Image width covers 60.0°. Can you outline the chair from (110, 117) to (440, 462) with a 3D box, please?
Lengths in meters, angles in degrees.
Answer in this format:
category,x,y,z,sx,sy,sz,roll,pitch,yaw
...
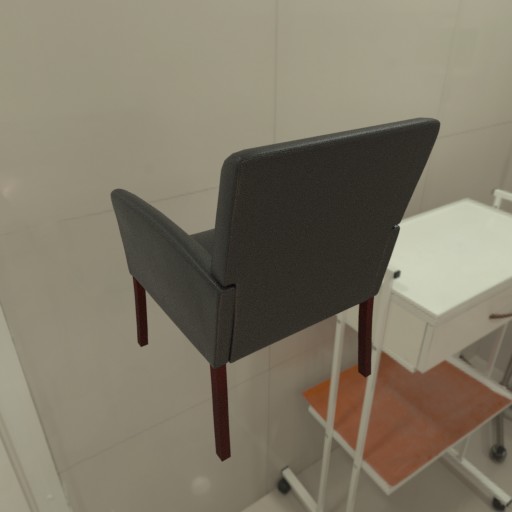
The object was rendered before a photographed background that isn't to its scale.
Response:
category,x,y,z,sx,sy,sz,roll,pitch,yaw
chair,0.000,0.000,1.469,0.683,0.951,0.772,-18,34,-30
